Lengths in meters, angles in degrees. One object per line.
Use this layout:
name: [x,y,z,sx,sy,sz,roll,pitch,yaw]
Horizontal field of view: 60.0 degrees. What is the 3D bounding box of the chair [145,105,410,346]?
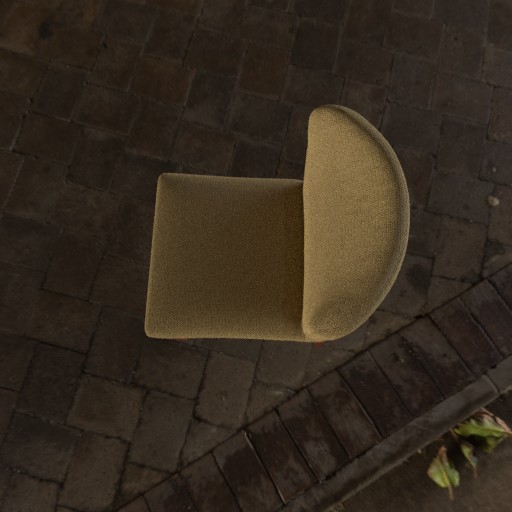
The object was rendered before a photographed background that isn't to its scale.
chair: [0.000,0.000,1.242,0.589,0.839,0.491,2,76,0]
